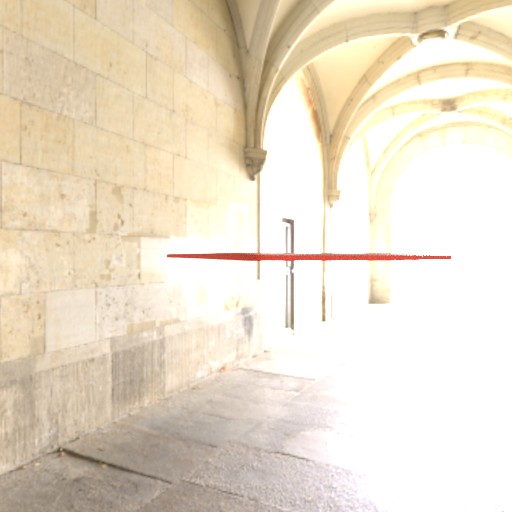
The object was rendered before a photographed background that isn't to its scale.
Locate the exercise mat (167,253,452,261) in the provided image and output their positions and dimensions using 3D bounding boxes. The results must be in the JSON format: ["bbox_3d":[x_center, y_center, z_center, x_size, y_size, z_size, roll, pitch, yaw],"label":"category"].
[{"bbox_3d":[0.000,0.000,2.029,0.616,0.021,1.869,0,0,-18],"label":"exercise mat"}]
